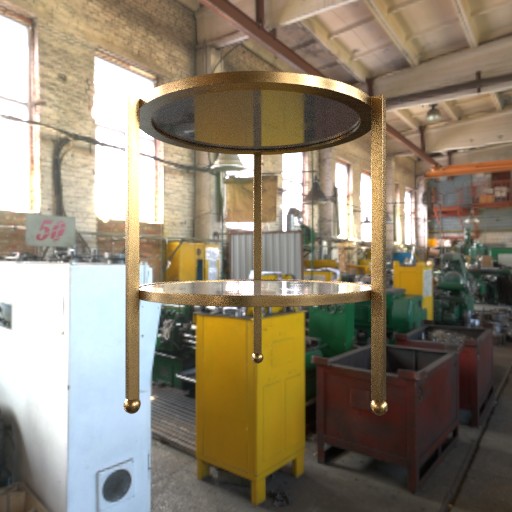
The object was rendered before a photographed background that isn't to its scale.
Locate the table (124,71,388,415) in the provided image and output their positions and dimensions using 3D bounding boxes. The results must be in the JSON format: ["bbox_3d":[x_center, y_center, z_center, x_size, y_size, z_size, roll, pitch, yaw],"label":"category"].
[{"bbox_3d":[0.000,0.000,0.443,0.231,0.269,0.243,0,0,1],"label":"table"}]
